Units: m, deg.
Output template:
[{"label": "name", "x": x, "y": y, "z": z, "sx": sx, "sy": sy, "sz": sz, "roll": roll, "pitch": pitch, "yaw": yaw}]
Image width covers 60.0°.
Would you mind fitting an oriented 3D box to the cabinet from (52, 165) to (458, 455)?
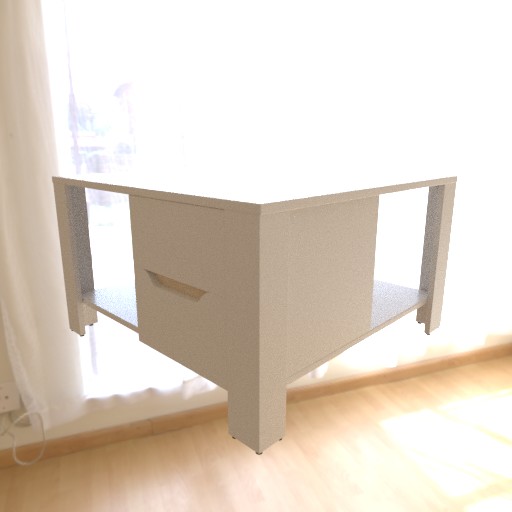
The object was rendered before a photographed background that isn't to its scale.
[{"label": "cabinet", "x": 0.000, "y": 0.000, "z": 1.291, "sx": 0.800, "sy": 0.460, "sz": 0.800, "roll": 14, "pitch": 20, "yaw": 43}]
